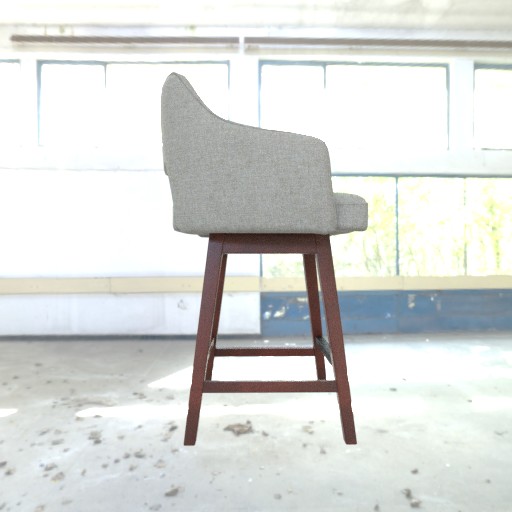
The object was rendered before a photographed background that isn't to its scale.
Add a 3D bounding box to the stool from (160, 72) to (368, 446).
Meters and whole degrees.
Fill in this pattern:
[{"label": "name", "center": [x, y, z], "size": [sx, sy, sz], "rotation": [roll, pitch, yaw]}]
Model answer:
[{"label": "stool", "center": [0.000, 0.000, 1.329], "size": [0.558, 0.944, 0.599], "rotation": [0, 1, -1]}]
